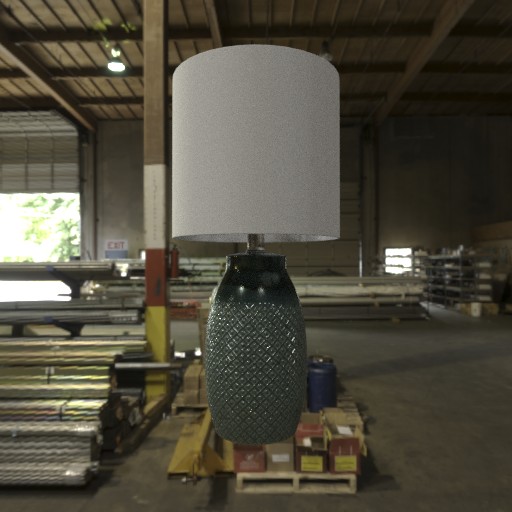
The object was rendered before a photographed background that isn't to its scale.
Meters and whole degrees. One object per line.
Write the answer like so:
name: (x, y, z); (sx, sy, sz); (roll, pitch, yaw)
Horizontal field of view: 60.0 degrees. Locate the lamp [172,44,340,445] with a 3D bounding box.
lamp: (0.000, 0.000, 0.582); (0.217, 0.453, 0.217); (0, -1, 0)
